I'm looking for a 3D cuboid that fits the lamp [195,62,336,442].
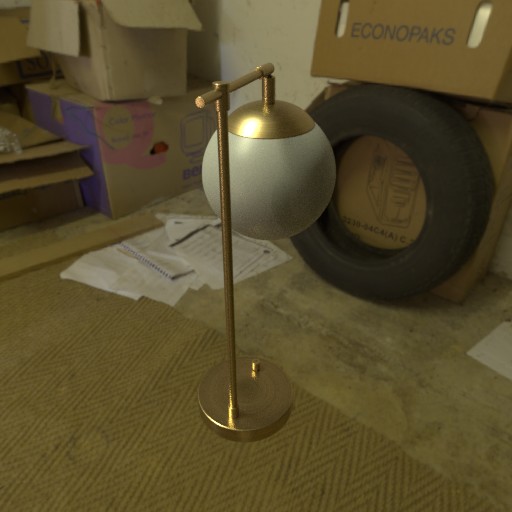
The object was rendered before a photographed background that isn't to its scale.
[{"bbox_3d":[0.000,0.000,0.704,0.207,0.559,0.324,11,33,17],"label":"lamp"}]
